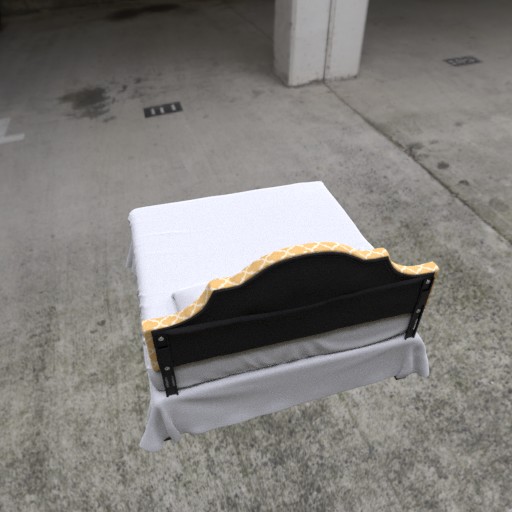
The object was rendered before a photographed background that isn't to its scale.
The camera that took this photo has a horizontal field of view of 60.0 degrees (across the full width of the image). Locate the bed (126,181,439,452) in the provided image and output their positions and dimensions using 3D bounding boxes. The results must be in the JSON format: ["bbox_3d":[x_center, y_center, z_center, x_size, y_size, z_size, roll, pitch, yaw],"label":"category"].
[{"bbox_3d":[0.000,0.000,3.744,2.314,1.601,2.222,-10,40,-12],"label":"bed"}]
